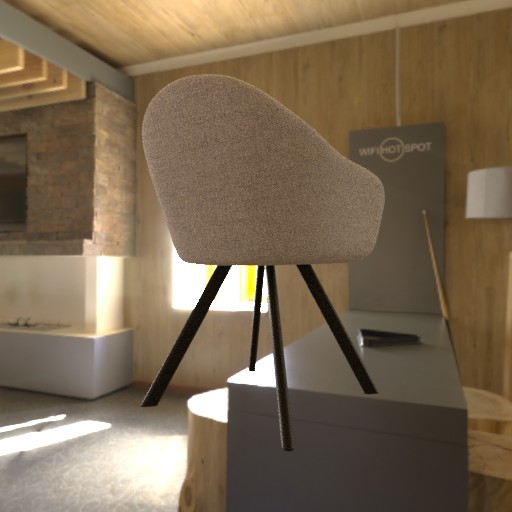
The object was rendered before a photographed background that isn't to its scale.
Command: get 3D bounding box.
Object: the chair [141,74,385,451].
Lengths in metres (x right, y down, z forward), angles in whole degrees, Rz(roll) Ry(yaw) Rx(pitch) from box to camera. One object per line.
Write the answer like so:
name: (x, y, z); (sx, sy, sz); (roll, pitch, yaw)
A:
chair: (0.000, 0.000, 1.177); (0.540, 0.780, 0.570); (0, 0, 36)
